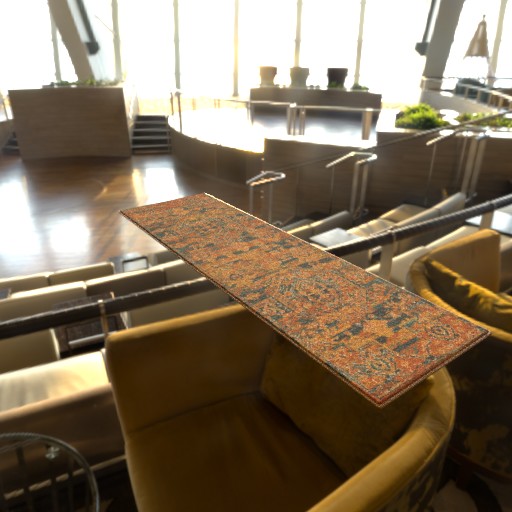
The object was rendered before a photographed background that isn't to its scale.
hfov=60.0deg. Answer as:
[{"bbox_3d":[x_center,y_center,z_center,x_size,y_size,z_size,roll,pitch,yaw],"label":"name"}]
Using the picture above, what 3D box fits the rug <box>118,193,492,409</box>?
[{"bbox_3d":[0.000,0.000,1.938,0.556,0.013,1.820,-18,31,-32],"label":"rug"}]
